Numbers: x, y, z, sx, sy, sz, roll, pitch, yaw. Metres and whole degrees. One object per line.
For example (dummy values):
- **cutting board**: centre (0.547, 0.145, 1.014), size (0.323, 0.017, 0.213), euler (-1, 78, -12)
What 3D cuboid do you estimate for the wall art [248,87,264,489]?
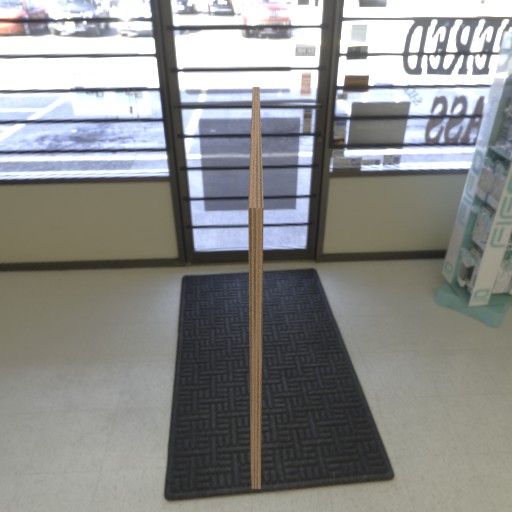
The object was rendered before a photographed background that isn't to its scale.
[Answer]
- **wall art**: centre (0.000, 0.000, 0.692), size (0.013, 0.406, 0.508), euler (0, 32, 0)
